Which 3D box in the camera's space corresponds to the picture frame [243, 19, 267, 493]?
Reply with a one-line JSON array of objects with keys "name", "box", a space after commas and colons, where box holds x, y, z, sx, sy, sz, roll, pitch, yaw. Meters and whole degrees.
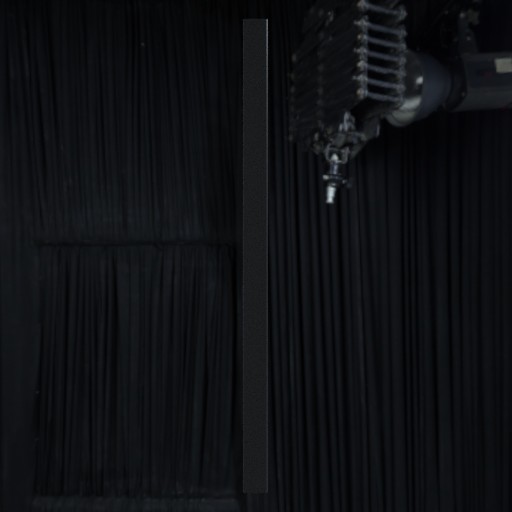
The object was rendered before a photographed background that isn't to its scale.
[{"name": "picture frame", "box": [0.000, 0.000, 0.750, 0.028, 0.556, 0.460, 0, 0, 0]}]
